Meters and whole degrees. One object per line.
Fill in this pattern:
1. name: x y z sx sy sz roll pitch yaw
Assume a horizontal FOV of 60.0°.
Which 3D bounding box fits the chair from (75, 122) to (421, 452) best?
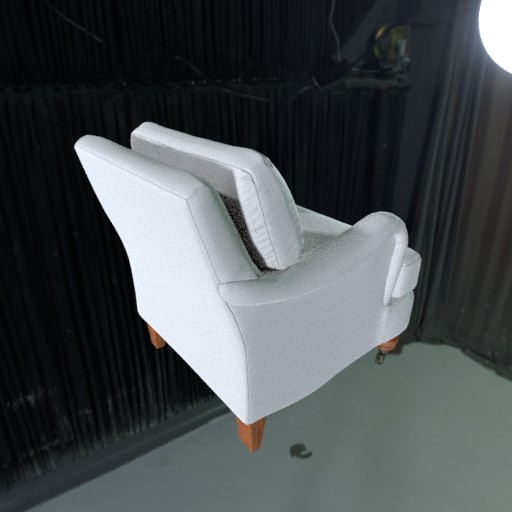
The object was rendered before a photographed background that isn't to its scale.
1. chair: 0.000 0.000 1.831 1.070 1.038 0.955 -18 30 -33
